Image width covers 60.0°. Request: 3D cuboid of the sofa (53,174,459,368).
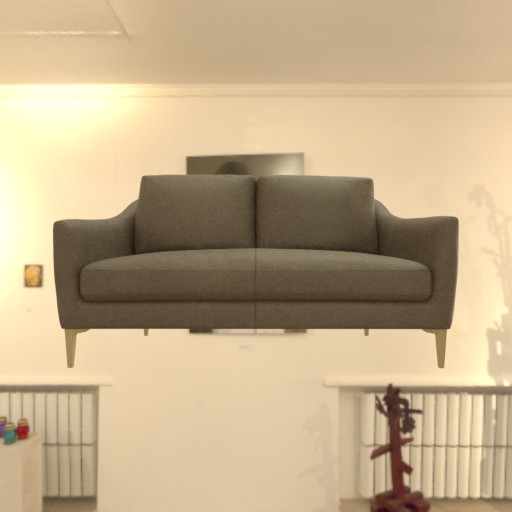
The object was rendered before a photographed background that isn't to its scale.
[{"bbox_3d":[0.000,0.000,2.210,1.619,0.902,0.960,0,0,0],"label":"sofa"}]
